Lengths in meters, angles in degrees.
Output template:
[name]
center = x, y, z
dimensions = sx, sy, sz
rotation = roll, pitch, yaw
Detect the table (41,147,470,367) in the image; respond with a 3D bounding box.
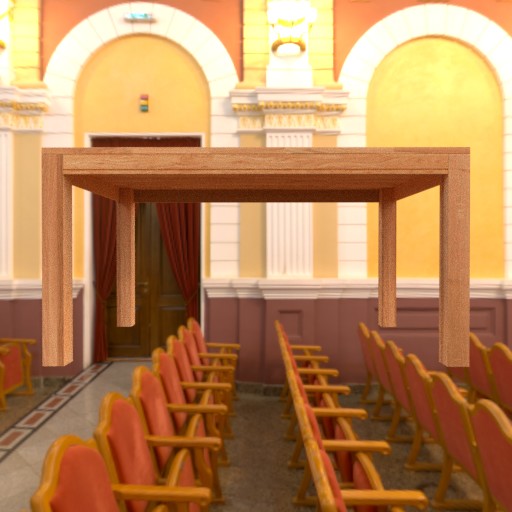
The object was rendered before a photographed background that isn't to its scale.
[table]
center = 0.000, 0.000, 2.003
dimensions = 1.500, 0.770, 0.900
rotation = 0, 1, 0
